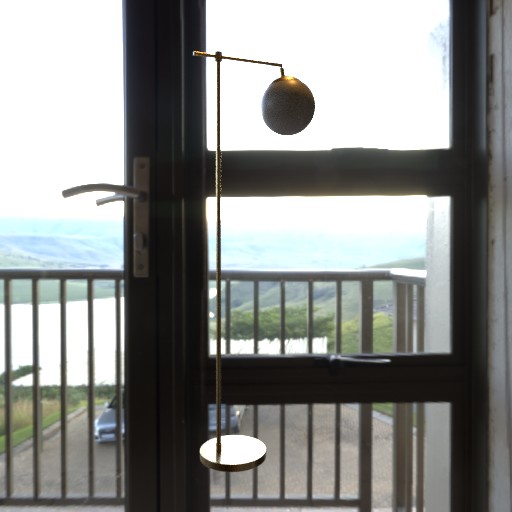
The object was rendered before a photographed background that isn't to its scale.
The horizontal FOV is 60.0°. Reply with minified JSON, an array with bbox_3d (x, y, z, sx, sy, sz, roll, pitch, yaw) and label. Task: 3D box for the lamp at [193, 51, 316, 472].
[{"bbox_3d":[0.000,0.000,1.689,0.476,1.505,0.249,0,1,-18],"label":"lamp"}]
